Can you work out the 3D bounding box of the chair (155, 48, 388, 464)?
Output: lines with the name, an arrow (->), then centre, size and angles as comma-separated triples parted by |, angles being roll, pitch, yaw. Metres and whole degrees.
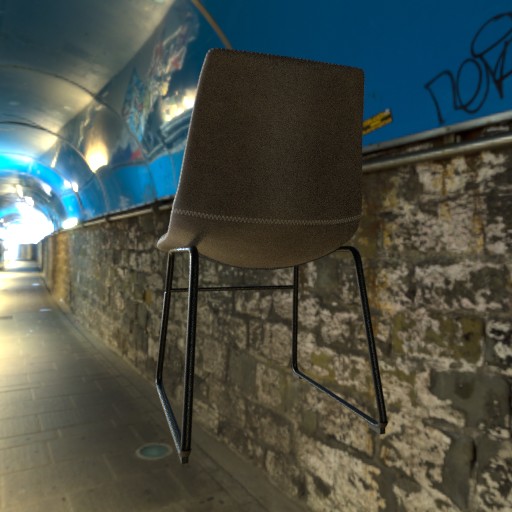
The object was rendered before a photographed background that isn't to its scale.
chair -> 0.000, 0.000, 1.118 | 0.460, 0.780, 0.550 | 0, 1, -18
